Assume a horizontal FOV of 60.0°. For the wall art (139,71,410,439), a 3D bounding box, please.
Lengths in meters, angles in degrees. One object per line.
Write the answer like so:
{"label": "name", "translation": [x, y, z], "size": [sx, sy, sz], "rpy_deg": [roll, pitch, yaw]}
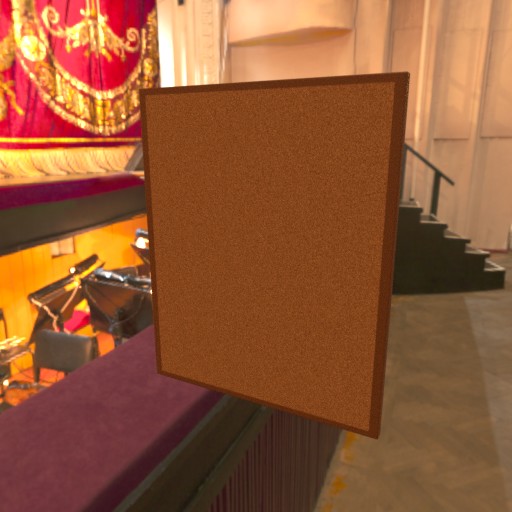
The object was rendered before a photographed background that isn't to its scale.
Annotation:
{"label": "wall art", "translation": [0.000, 0.000, 0.515], "size": [0.310, 0.379, 0.015], "rpy_deg": [8, 17, 27]}
